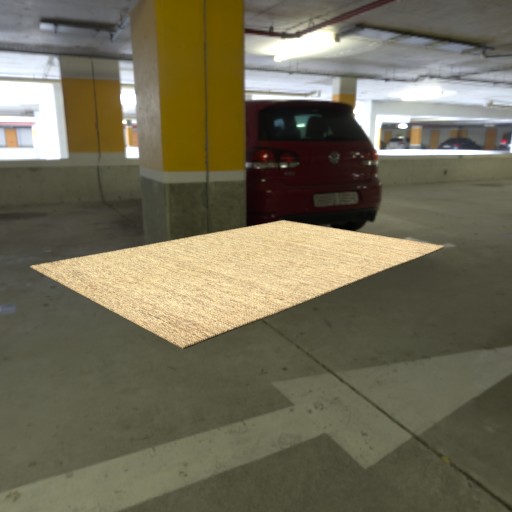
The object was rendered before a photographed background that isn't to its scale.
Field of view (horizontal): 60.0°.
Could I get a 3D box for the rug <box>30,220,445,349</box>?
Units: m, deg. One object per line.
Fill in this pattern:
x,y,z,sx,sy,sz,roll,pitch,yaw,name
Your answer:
0.000,0.000,2.904,1.547,0.013,2.283,14,20,43,rug
